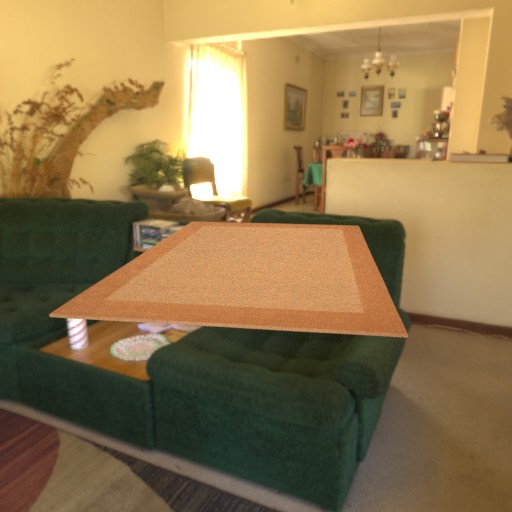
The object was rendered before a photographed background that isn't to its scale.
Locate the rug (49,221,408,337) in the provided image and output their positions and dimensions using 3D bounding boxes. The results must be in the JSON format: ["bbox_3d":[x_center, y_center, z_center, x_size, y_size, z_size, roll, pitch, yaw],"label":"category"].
[{"bbox_3d":[0.000,0.000,2.351,1.219,0.014,1.829,2,15,8],"label":"rug"}]
